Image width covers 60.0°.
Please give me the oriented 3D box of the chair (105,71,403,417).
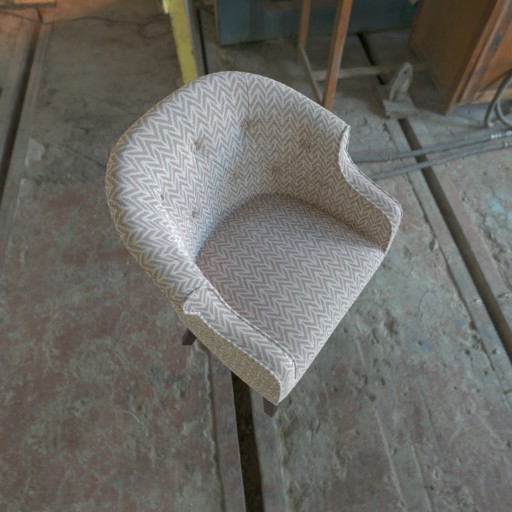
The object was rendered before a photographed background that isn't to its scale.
[{"bbox_3d":[0.000,0.000,1.317,0.613,0.858,0.686,32,63,19],"label":"chair"}]
